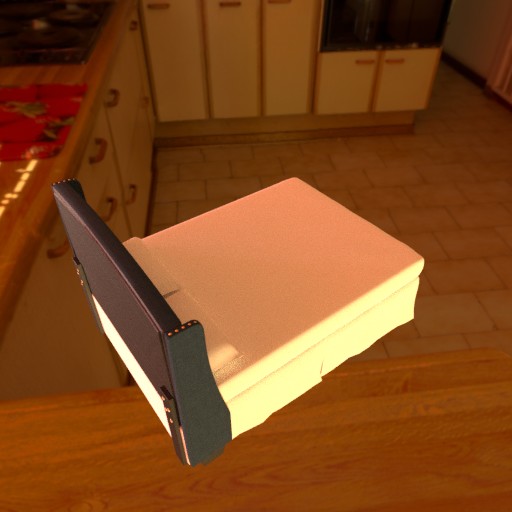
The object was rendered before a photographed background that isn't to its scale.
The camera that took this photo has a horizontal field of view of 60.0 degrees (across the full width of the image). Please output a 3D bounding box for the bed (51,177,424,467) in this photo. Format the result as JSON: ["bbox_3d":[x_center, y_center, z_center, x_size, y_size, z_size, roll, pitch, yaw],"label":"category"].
[{"bbox_3d":[0.000,0.000,3.287,2.223,1.402,1.604,-26,47,-27],"label":"bed"}]
